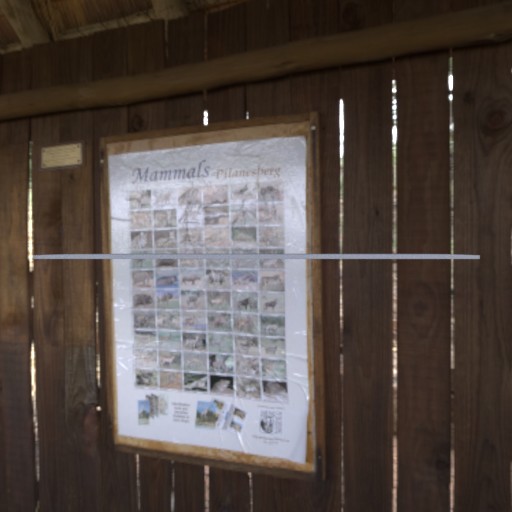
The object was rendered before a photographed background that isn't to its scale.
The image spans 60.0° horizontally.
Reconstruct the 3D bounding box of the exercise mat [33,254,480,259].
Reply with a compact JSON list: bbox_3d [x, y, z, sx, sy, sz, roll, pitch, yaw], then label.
[{"bbox_3d":[0.000,0.000,2.120,1.884,0.021,0.616,0,0,1],"label":"exercise mat"}]
